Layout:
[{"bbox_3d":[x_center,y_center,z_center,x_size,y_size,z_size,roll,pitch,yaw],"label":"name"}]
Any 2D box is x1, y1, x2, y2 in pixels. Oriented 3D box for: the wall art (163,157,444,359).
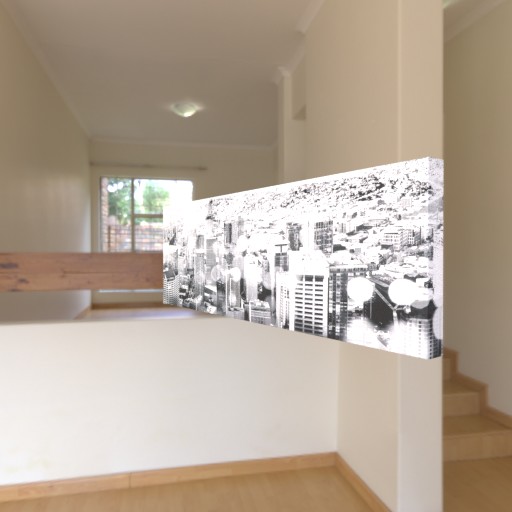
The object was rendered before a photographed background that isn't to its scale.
[{"bbox_3d":[0.000,0.000,0.871,0.038,0.255,0.763,0,1,-37],"label":"wall art"}]
